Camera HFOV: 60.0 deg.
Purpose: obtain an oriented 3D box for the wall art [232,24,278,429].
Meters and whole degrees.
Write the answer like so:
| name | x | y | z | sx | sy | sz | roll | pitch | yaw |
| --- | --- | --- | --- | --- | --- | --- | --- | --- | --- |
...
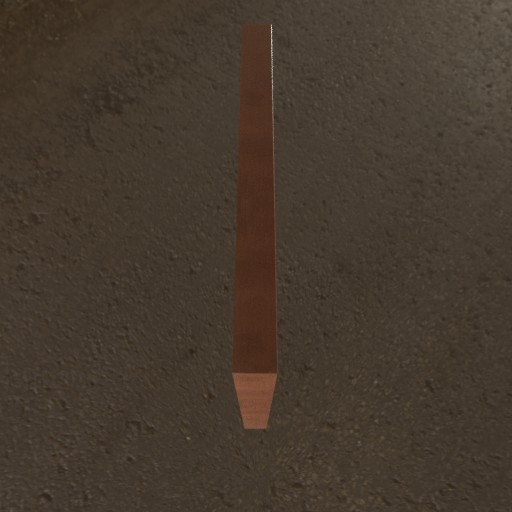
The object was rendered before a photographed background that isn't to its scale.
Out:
| name | x | y | z | sx | sy | sz | roll | pitch | yaw |
| --- | --- | --- | --- | --- | --- | --- | --- | --- | --- |
| wall art | 0.000 | 0.000 | 0.606 | 0.035 | 0.403 | 0.403 | 0 | 63 | 0 |
